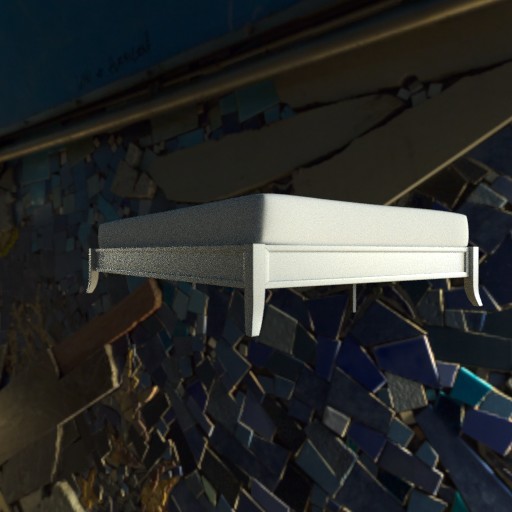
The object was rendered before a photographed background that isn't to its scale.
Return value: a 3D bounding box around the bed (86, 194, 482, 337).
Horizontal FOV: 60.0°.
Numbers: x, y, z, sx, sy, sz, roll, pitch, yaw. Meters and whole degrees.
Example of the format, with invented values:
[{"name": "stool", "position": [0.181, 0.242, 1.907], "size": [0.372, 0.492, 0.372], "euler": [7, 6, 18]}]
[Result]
[{"name": "bed", "position": [0.000, 0.000, 2.671], "size": [1.460, 0.510, 1.985], "euler": [0, 0, -36]}]
